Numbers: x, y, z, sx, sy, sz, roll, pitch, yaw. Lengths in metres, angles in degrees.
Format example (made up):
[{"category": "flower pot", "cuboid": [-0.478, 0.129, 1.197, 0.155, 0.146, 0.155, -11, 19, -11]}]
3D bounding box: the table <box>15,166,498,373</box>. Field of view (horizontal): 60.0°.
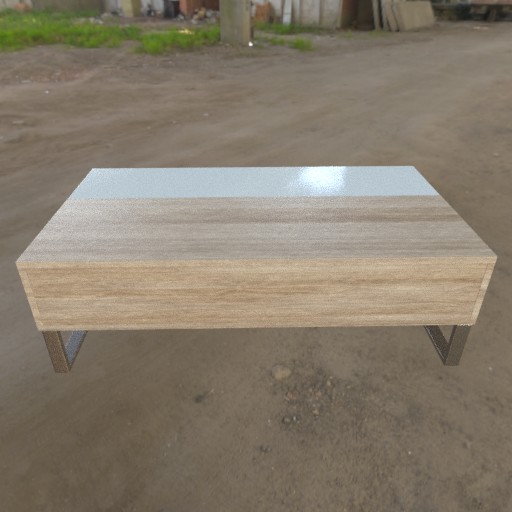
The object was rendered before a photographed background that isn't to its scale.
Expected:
[{"category": "table", "cuboid": [0.000, 0.000, 1.357, 1.100, 0.350, 0.600, -1, 32, -1]}]
